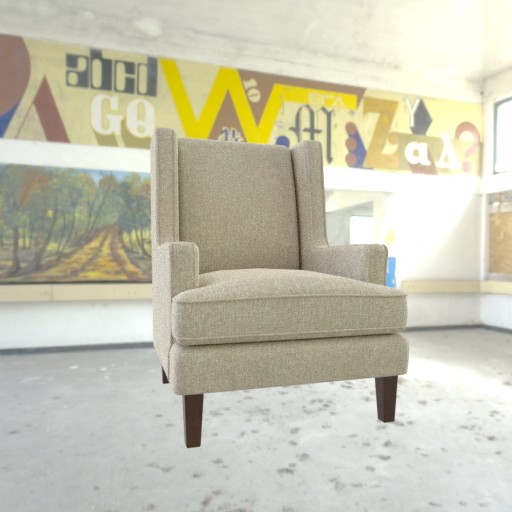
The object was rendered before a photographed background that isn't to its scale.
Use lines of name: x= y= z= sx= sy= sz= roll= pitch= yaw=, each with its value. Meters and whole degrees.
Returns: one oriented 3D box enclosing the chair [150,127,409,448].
chair: x=0.000 y=0.000 z=1.756 sx=0.764 sy=1.082 sz=0.948 roll=0 pitch=0 yaw=-17
